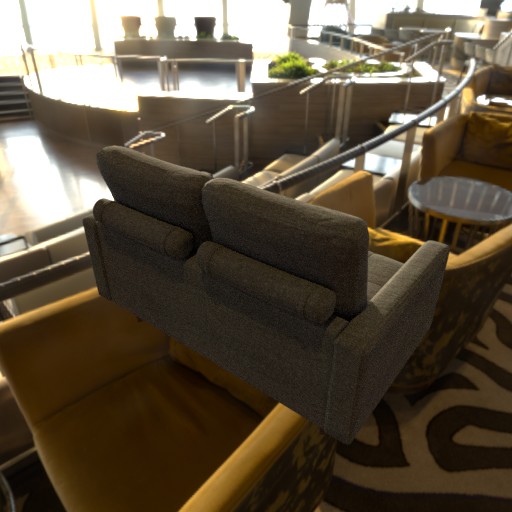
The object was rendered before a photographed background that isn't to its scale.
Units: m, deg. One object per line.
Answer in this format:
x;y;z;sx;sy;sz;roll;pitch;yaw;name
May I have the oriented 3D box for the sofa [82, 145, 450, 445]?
0.000;0.000;1.955;1.407;0.907;0.842;22;37;32;sofa
